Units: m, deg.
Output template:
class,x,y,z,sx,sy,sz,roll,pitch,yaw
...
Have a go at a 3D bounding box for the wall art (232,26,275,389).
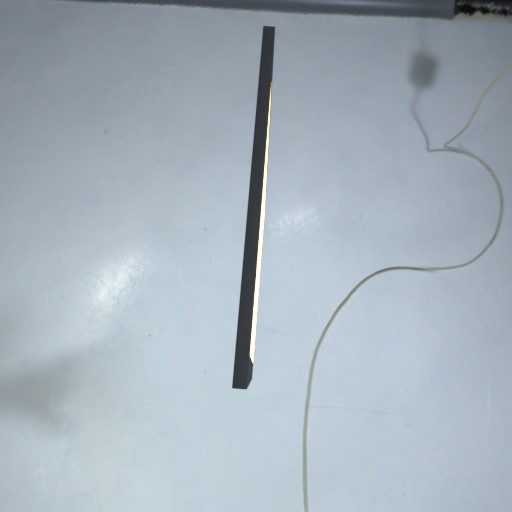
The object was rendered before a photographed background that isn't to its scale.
class,x,y,z,sx,sy,sz,roll,pitch,yaw
wall art,0.000,0.000,0.595,0.011,0.459,0.326,4,75,1
